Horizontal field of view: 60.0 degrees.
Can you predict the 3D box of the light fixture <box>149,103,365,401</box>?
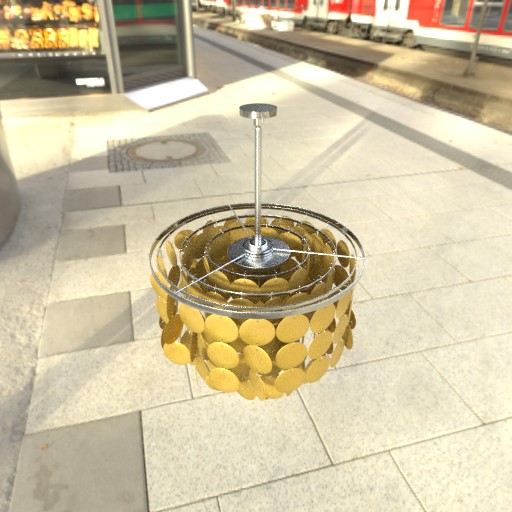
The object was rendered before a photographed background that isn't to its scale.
[{"bbox_3d":[0.000,0.000,0.752,0.368,0.492,0.368,0,31,0],"label":"light fixture"}]
